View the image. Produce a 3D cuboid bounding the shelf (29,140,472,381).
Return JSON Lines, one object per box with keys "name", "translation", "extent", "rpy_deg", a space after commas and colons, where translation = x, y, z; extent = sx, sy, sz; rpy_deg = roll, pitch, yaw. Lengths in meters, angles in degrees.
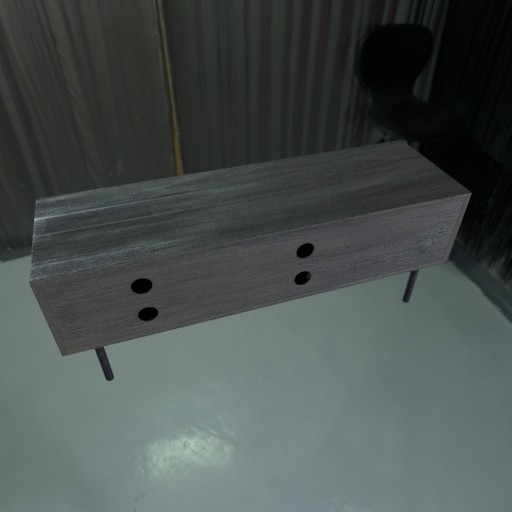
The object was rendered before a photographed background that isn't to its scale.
{"name": "shelf", "translation": [0.000, 0.000, 1.540], "extent": [1.300, 0.495, 0.400], "rpy_deg": [-12, 41, -14]}
